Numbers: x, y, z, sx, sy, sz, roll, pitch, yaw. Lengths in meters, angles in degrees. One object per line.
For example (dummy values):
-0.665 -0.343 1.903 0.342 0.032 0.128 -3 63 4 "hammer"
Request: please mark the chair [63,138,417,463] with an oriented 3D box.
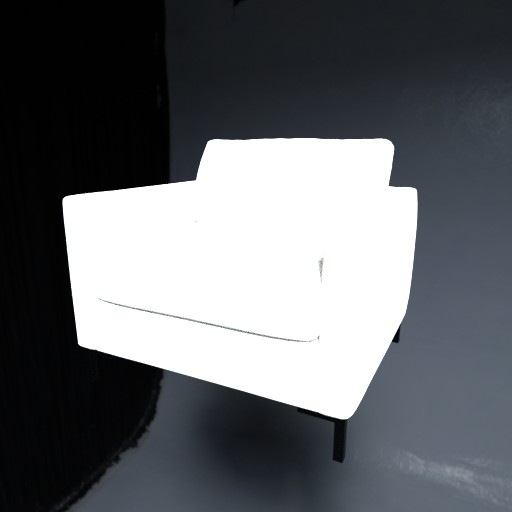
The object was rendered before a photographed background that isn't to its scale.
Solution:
0.000 0.000 1.563 0.964 0.806 0.875 7 16 26 "chair"
